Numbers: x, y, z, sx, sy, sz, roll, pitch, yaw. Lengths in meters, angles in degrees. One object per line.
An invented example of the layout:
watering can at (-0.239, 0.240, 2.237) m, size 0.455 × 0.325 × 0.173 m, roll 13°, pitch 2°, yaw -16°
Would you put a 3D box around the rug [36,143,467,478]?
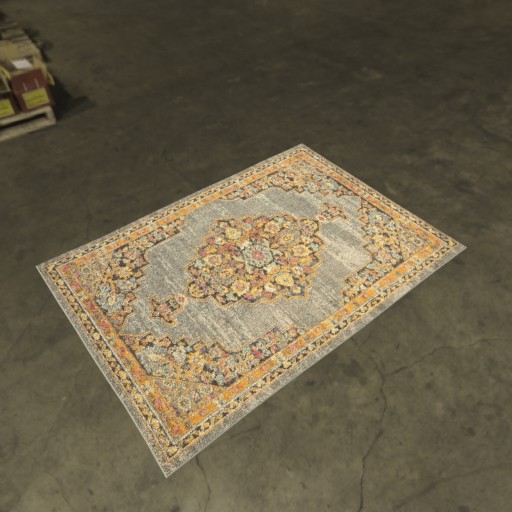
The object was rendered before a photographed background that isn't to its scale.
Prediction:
rug at (0.000, 0.000, 3.833) m, size 3.063 × 0.024 × 2.158 m, roll -30°, pitch 53°, yaw -26°
